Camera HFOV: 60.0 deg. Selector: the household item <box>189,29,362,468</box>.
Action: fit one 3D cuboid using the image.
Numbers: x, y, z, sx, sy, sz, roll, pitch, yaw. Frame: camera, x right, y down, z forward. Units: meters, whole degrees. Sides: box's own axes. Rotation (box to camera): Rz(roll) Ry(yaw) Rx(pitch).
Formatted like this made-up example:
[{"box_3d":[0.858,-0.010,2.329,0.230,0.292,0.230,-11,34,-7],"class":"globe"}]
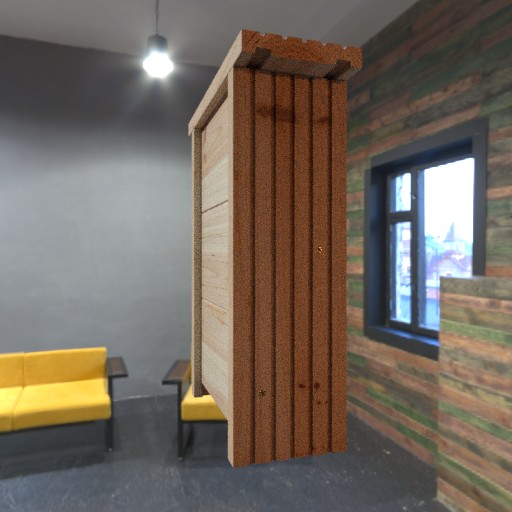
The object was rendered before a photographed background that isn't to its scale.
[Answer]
[{"box_3d":[0.000,0.000,0.558,0.123,0.407,0.301,0,0,-18],"class":"household item"}]
